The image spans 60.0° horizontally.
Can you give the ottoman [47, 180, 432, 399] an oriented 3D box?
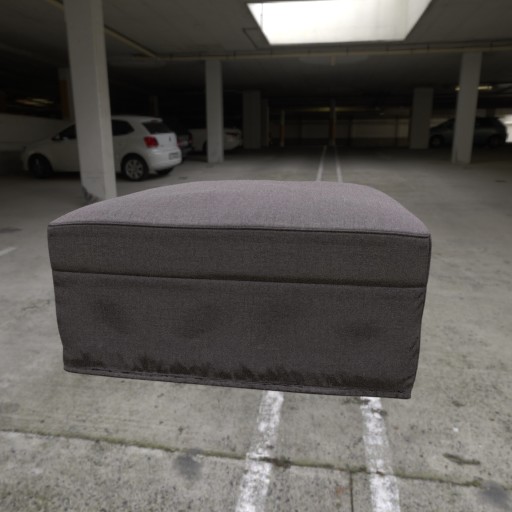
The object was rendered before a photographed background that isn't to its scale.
[{"bbox_3d":[0.000,0.000,1.344,0.843,0.436,0.840,2,14,9],"label":"ottoman"}]
